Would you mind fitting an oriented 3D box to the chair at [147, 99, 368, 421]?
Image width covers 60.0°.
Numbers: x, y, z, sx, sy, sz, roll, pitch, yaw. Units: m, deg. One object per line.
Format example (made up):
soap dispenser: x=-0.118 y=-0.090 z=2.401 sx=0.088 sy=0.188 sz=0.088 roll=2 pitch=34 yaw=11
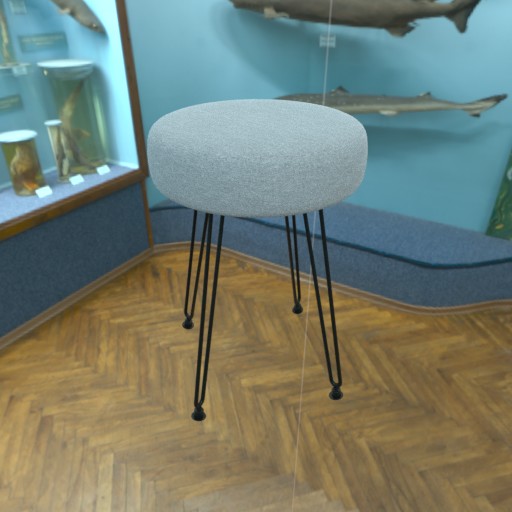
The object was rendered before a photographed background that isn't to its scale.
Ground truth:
chair: x=0.000 y=0.000 z=0.711 sx=0.350 sy=0.440 sz=0.350 roll=19 pitch=36 yaw=28
